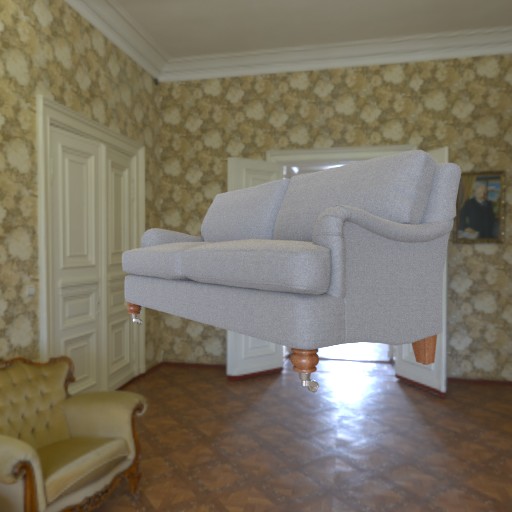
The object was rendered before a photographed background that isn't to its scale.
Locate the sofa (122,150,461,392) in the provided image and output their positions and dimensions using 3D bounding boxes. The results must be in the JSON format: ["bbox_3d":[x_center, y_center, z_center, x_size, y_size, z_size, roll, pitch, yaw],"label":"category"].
[{"bbox_3d":[0.000,0.000,2.785,1.087,1.054,2.160,0,0,-34],"label":"sofa"}]
